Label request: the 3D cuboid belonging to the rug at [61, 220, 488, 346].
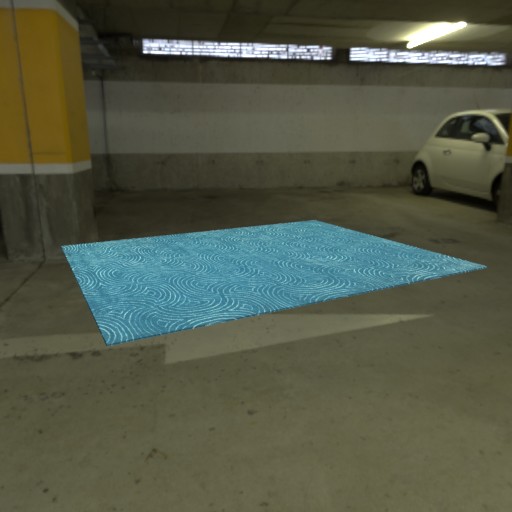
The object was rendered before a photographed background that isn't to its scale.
[{"bbox_3d":[0.000,0.000,3.995,3.033,0.012,2.432,-8,17,-27],"label":"rug"}]
